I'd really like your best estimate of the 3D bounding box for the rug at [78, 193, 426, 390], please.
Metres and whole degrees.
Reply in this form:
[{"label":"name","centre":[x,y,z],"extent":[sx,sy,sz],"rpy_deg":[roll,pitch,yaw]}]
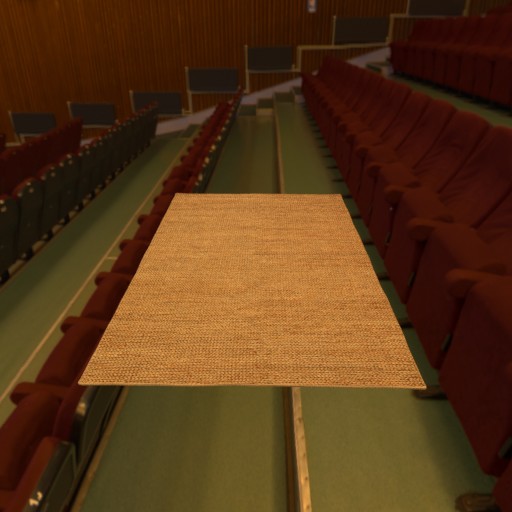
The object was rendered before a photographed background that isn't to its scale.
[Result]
[{"label":"rug","centre":[0.000,0.000,3.003],"extent":[1.521,0.034,2.438],"rpy_deg":[0,28,1]}]
